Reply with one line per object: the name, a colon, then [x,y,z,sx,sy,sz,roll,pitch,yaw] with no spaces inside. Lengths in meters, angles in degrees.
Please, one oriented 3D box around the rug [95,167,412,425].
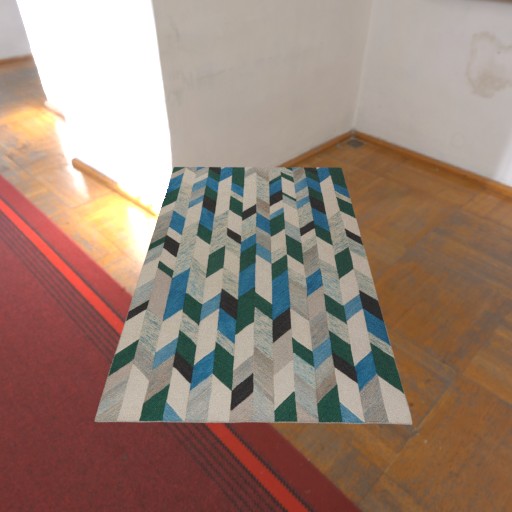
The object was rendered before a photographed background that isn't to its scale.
rug: [0.000,0.000,3.015,1.507,0.007,2.433,0,40,0]
